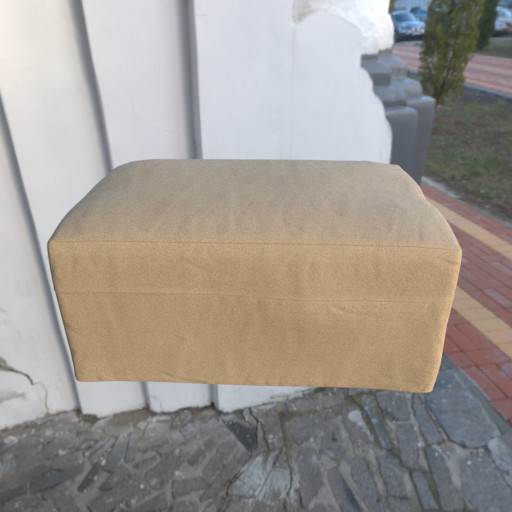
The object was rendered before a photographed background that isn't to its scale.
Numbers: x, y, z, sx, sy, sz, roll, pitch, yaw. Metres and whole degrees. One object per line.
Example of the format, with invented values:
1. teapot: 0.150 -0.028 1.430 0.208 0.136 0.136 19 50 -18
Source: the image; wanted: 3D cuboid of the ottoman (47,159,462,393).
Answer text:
1. ottoman: 0.000 0.000 1.196 0.872 0.444 0.590 1 29 2
